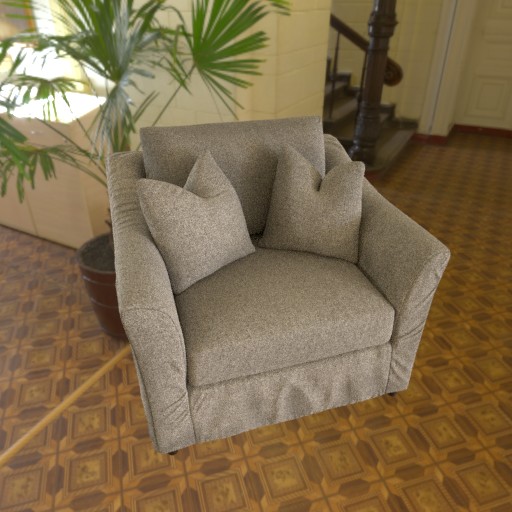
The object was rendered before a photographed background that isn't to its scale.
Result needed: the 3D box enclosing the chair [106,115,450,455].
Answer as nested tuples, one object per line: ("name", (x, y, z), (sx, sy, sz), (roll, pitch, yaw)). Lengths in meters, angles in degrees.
("chair", (0.000, 0.000, 2.006), (1.194, 1.059, 1.071), (-9, 32, -15))
